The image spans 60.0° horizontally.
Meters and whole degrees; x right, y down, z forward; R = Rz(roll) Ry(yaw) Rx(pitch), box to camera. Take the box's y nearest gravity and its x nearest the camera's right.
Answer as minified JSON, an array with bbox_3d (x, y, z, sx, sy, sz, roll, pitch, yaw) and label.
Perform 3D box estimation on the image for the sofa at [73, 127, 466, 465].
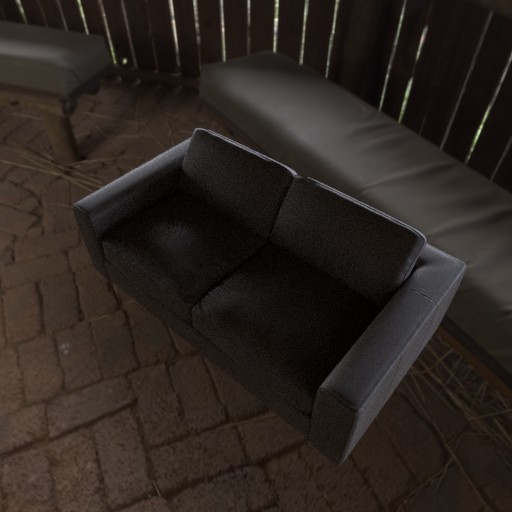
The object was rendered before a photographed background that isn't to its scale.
[{"bbox_3d":[0.000,0.000,2.490,1.920,0.800,1.070,32,54,27],"label":"sofa"}]
